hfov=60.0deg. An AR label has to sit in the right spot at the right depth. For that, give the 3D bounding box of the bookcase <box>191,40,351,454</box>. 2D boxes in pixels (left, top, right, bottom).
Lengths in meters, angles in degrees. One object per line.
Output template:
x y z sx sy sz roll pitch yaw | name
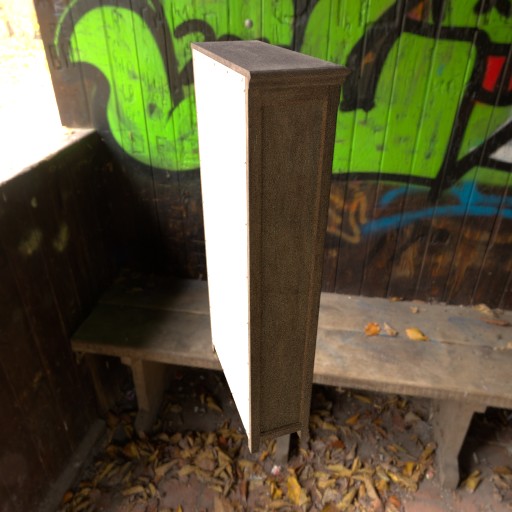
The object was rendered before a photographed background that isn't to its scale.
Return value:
0.000 0.000 2.236 0.348 1.880 0.906 -10 33 -16 | bookcase
